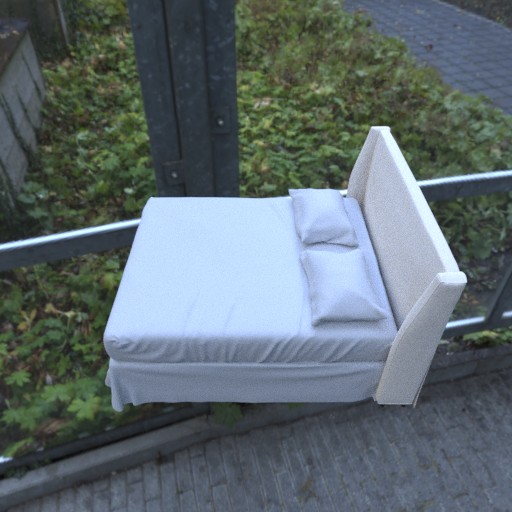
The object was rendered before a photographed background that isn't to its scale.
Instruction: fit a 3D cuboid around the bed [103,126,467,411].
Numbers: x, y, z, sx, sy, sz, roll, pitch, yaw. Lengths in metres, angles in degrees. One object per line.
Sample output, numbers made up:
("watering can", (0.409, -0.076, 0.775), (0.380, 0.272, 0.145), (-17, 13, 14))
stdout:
("bed", (0.000, 0.000, 3.484), (2.276, 1.332, 1.925), (0, 41, 0))
